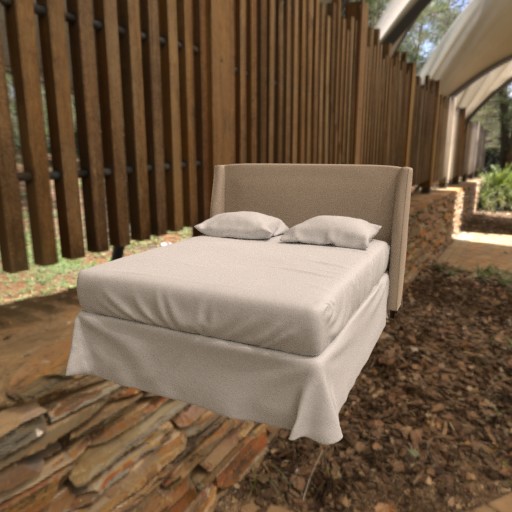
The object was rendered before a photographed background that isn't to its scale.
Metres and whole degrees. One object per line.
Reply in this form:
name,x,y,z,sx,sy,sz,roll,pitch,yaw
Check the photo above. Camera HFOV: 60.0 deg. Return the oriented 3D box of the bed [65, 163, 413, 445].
bed,0.000,0.000,3.364,1.925,1.332,2.276,6,14,25
